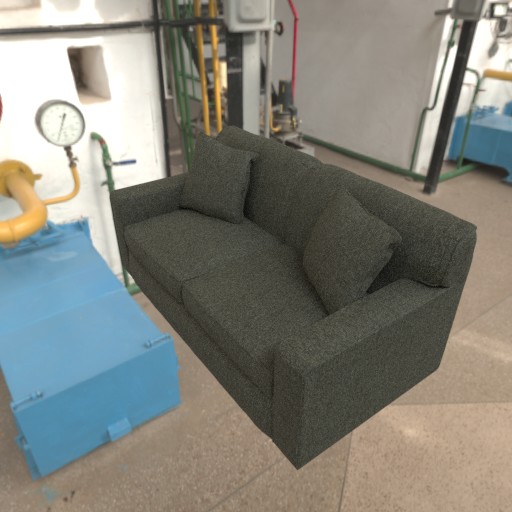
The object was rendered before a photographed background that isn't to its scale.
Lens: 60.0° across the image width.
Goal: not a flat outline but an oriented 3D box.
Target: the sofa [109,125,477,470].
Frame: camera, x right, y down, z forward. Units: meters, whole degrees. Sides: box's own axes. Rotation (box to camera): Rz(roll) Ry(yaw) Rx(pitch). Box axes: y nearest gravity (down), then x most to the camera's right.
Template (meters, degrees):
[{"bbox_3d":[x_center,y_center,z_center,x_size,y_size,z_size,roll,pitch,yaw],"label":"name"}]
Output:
[{"bbox_3d":[0.000,0.000,2.419,0.998,0.958,1.846,-21,38,-30],"label":"sofa"}]
